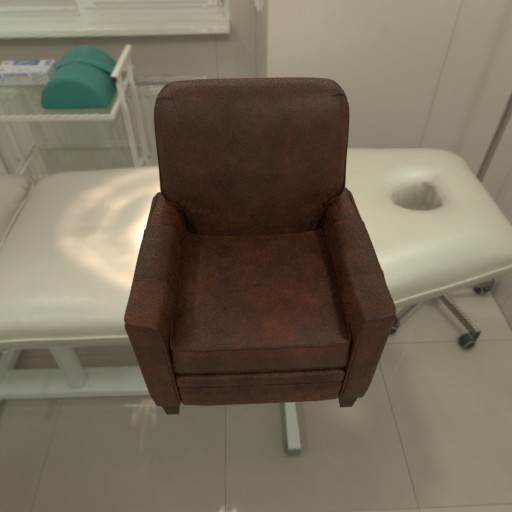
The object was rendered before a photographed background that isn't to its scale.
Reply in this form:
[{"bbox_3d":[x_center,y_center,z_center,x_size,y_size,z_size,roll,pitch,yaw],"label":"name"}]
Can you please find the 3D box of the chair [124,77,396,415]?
[{"bbox_3d":[0.000,0.000,1.684,0.843,1.043,0.836,-2,45,-2],"label":"chair"}]
